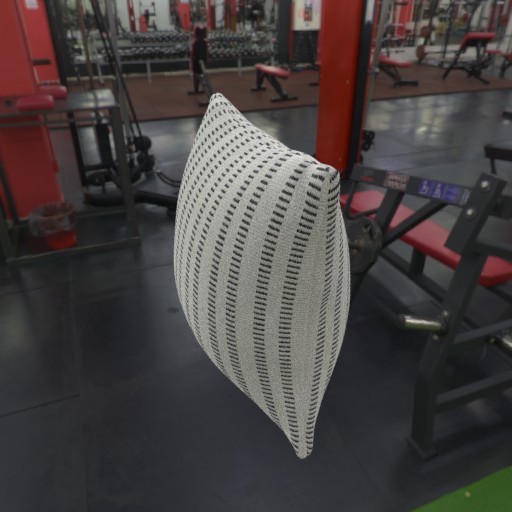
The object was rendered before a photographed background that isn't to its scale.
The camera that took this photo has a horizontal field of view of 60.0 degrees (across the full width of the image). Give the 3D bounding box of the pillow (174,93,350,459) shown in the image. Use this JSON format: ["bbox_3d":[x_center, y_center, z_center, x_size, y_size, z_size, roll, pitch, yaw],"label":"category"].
[{"bbox_3d":[0.000,0.000,0.691,0.247,0.419,0.438,-10,31,-17],"label":"pillow"}]
